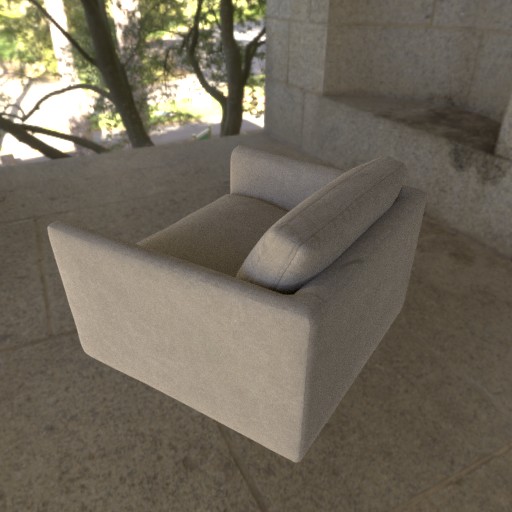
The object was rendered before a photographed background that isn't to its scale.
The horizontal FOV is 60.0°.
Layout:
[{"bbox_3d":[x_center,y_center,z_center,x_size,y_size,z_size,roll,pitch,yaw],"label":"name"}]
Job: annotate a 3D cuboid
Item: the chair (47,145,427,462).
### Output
[{"bbox_3d":[0.000,0.000,1.897,1.091,0.845,1.190,20,36,29],"label":"chair"}]
